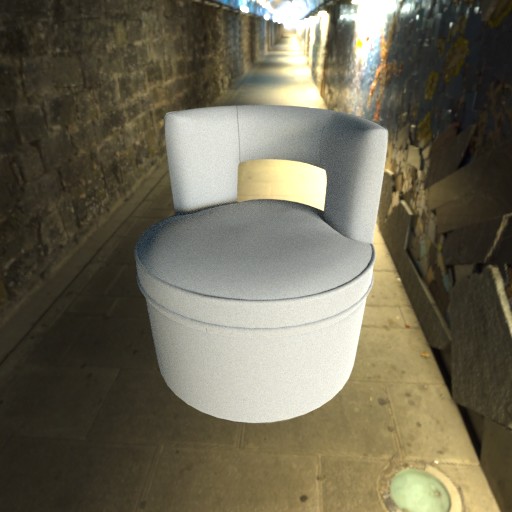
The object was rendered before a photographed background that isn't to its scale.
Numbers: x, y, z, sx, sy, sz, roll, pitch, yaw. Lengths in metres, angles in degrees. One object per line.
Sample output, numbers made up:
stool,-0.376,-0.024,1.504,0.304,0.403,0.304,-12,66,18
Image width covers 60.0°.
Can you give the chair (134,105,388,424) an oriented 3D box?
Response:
chair,0.000,0.000,1.247,0.650,0.723,0.665,9,29,17
